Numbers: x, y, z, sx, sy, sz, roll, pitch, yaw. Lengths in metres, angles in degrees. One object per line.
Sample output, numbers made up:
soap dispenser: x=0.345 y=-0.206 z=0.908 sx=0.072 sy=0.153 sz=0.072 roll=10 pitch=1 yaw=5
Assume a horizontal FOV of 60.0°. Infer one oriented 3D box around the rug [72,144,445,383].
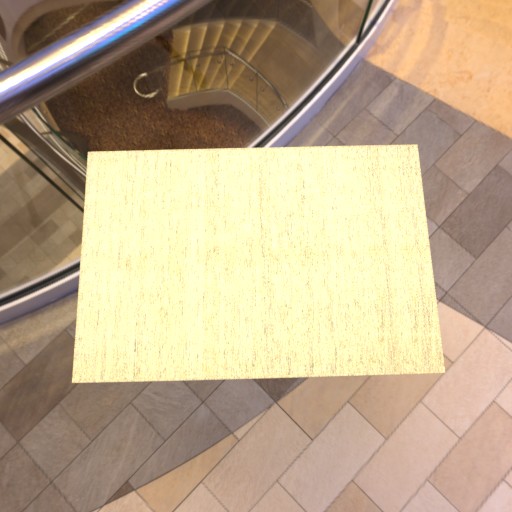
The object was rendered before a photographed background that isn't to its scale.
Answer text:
rug: x=0.000 y=0.000 z=2.343 sx=1.850 sy=0.015 sz=1.250 roll=-1 pitch=76 yaw=0
